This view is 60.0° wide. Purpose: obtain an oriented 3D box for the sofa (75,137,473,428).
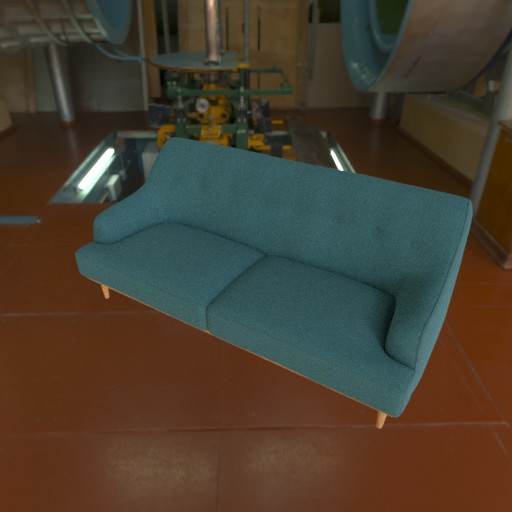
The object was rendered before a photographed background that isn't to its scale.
[{"bbox_3d":[0.000,0.000,2.544,2.057,0.871,0.978,19,36,27],"label":"sofa"}]
